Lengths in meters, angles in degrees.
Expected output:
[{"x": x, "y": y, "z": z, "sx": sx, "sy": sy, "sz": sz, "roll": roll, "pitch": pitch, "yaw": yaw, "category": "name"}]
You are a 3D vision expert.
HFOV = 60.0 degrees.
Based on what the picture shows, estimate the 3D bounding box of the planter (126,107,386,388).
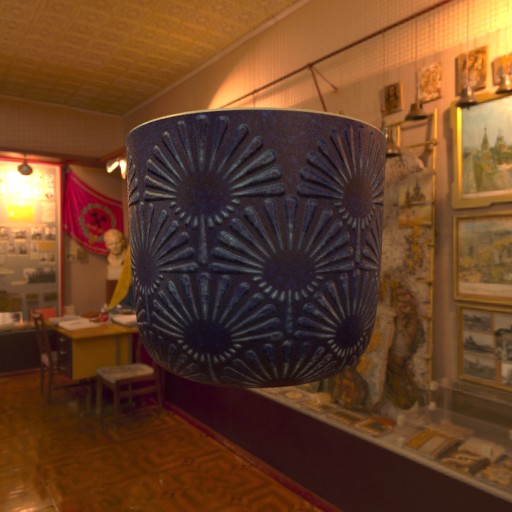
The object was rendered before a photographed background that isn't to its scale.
[{"x": 0.000, "y": 0.000, "z": 0.220, "sx": 0.124, "sy": 0.109, "sz": 0.124, "roll": 0, "pitch": 1, "yaw": 0, "category": "planter"}]
